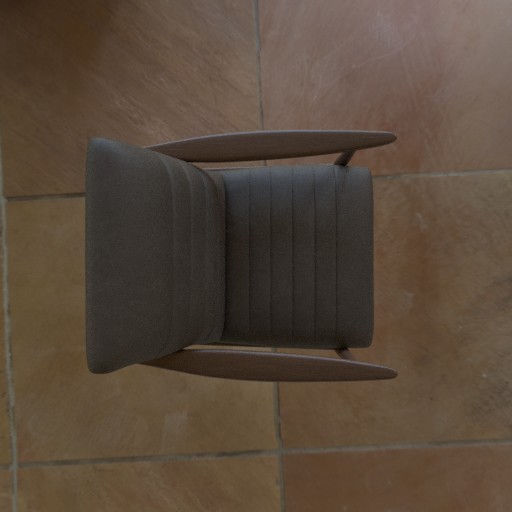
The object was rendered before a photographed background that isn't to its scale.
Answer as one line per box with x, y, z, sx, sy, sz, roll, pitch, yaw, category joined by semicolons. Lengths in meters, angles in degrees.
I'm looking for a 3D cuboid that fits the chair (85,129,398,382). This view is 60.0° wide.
0.000;0.000;1.430;0.798;0.831;0.741;0;89;1;chair
